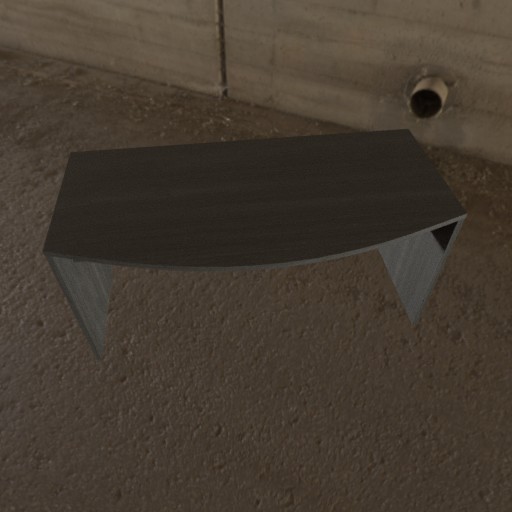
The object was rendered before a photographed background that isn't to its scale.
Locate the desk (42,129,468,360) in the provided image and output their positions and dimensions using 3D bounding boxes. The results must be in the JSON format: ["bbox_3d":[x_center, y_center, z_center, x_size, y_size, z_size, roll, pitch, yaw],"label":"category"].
[{"bbox_3d":[0.000,0.000,2.084,1.600,0.750,0.802,-5,47,-5],"label":"desk"}]
